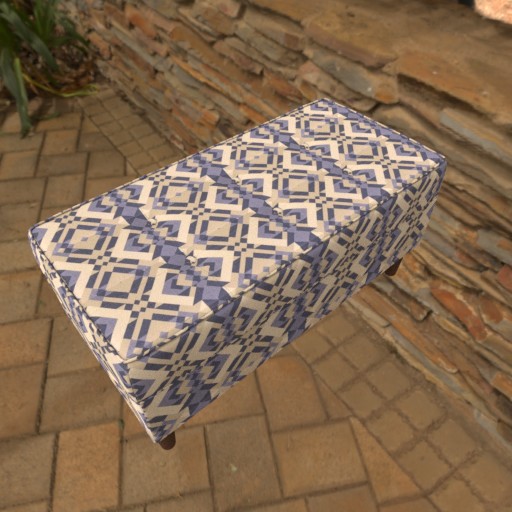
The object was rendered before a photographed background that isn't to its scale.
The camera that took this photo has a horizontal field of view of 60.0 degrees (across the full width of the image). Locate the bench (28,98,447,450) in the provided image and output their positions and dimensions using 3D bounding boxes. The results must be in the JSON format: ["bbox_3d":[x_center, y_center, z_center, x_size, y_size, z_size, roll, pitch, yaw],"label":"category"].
[{"bbox_3d":[0.000,0.000,1.276,1.016,0.477,0.492,-31,54,-27],"label":"bench"}]
